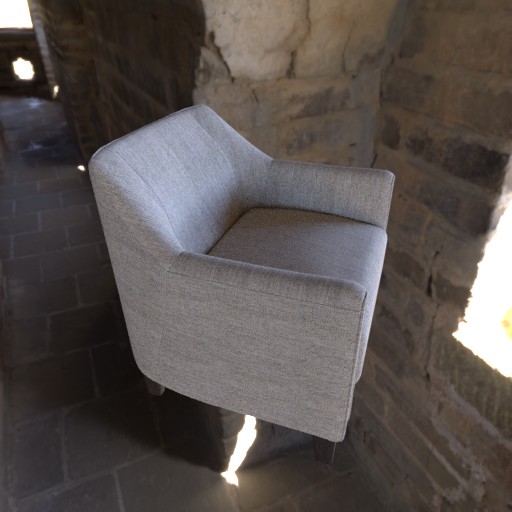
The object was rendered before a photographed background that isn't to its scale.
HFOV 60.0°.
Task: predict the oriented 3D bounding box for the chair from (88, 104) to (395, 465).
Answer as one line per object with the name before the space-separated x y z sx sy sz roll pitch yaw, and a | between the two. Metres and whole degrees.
chair | 0.000 0.000 1.394 0.758 0.761 0.796 10 33 17
